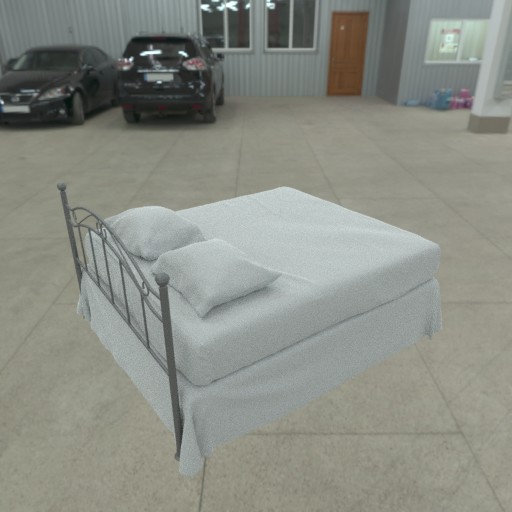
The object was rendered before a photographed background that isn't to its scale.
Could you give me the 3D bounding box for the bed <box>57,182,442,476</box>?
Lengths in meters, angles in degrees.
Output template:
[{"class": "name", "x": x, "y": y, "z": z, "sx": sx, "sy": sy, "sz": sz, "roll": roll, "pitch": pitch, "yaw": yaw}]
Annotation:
[{"class": "bed", "x": 0.000, "y": 0.000, "z": 3.199, "sx": 2.215, "sy": 1.080, "sz": 1.936, "roll": -18, "pitch": 31, "yaw": -32}]
